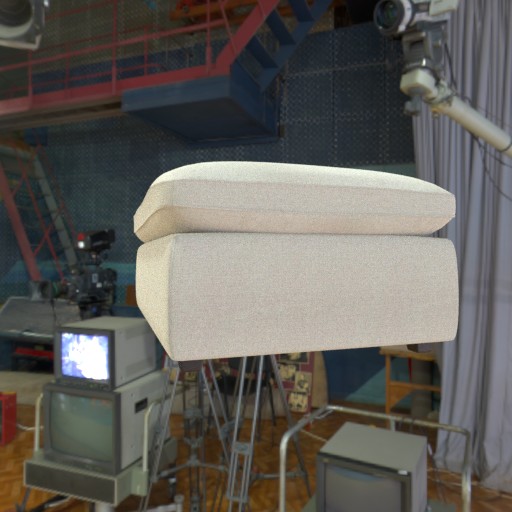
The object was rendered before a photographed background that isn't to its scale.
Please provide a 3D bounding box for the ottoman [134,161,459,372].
[{"bbox_3d":[0.000,0.000,1.350,0.686,0.453,0.984,0,0,-19],"label":"ottoman"}]
